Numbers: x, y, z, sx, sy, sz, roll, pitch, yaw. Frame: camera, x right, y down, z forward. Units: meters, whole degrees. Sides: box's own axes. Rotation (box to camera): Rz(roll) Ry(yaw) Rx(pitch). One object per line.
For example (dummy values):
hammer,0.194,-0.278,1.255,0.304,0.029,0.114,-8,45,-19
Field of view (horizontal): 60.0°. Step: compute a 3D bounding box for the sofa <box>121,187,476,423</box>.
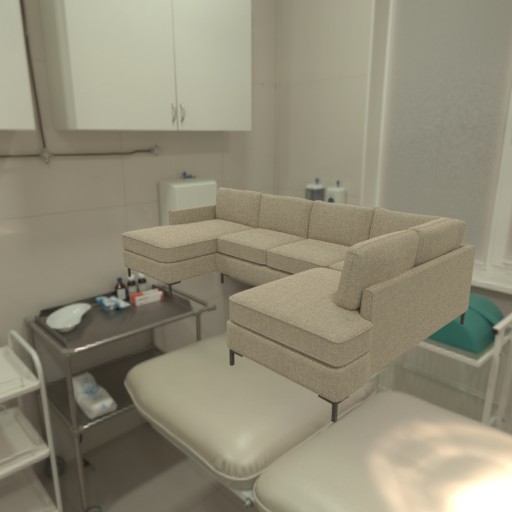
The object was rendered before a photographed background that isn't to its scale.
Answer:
sofa,0.000,0.000,4.331,2.021,0.996,3.423,-15,21,-42
